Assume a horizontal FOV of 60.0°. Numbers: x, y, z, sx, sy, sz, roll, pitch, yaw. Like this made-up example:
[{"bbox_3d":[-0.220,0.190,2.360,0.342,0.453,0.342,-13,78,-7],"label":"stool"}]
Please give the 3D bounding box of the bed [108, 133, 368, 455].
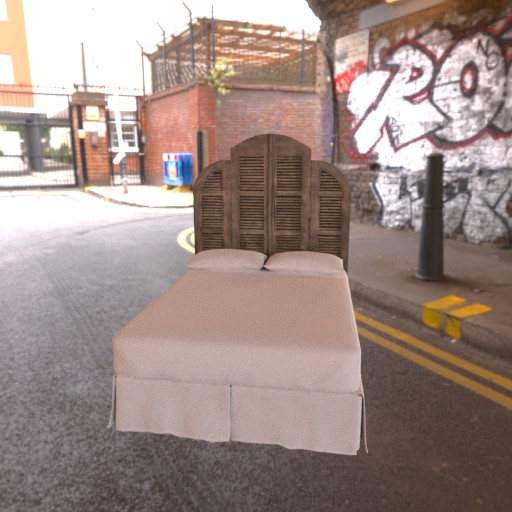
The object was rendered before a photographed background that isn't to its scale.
[{"bbox_3d":[0.000,0.000,3.627,1.713,2.019,2.138,2,13,8],"label":"bed"}]
